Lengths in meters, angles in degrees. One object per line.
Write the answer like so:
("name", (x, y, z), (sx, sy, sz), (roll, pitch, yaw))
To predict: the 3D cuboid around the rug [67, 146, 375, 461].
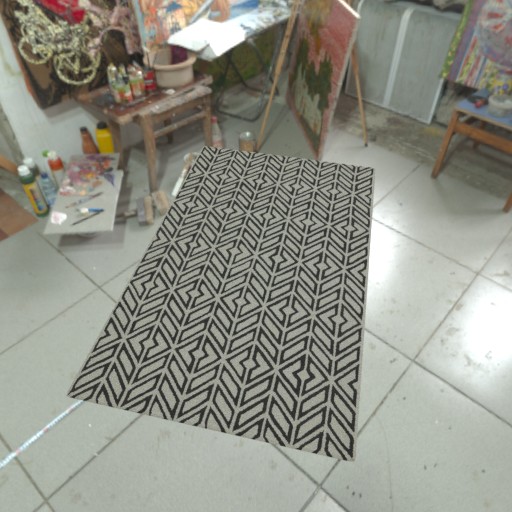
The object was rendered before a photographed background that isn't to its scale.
("rug", (0.000, 0.000, 3.048), (1.523, 0.008, 2.438), (9, 47, 9))
